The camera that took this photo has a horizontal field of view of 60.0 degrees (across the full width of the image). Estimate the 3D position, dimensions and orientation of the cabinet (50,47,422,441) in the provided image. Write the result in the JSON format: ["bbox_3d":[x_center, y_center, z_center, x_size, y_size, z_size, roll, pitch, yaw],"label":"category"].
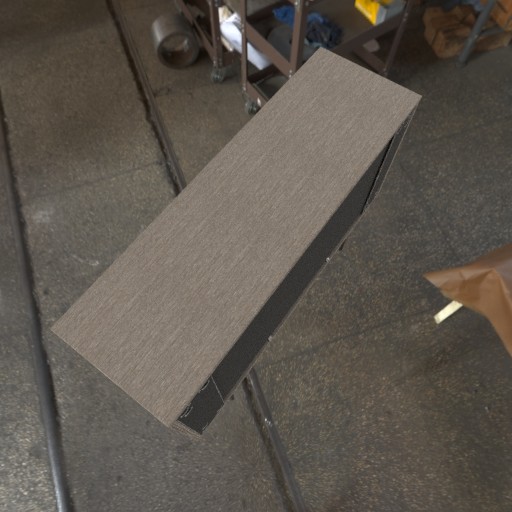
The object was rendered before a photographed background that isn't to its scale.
[{"bbox_3d":[0.000,0.000,1.573,0.405,0.787,1.194,33,69,15],"label":"cabinet"}]
